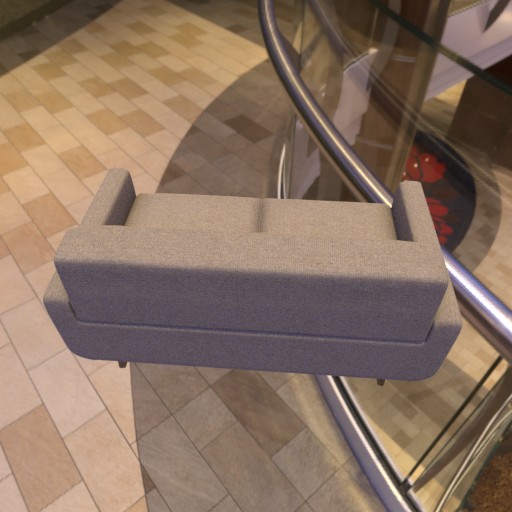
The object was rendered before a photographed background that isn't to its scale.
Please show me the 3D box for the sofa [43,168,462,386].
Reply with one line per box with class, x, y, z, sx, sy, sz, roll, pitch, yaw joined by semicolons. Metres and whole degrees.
sofa;0.000;0.000;2.106;1.631;0.841;0.909;3;46;3
